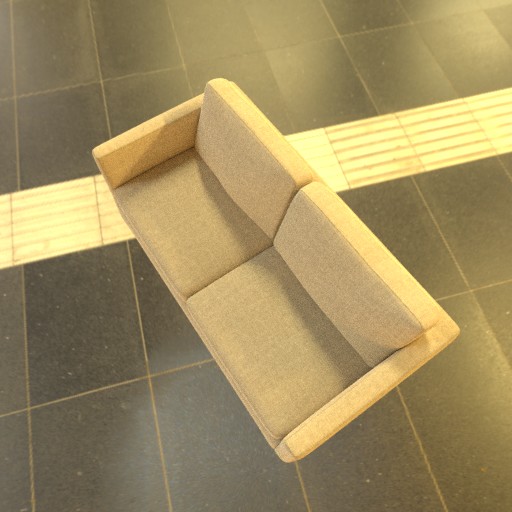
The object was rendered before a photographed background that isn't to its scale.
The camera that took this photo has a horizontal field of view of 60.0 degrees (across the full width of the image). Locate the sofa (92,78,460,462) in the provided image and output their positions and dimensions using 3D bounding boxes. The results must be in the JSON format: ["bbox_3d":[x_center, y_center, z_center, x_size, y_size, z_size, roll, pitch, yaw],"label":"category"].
[{"bbox_3d":[0.000,0.000,2.413,0.950,0.963,1.884,-32,68,-14],"label":"sofa"}]
